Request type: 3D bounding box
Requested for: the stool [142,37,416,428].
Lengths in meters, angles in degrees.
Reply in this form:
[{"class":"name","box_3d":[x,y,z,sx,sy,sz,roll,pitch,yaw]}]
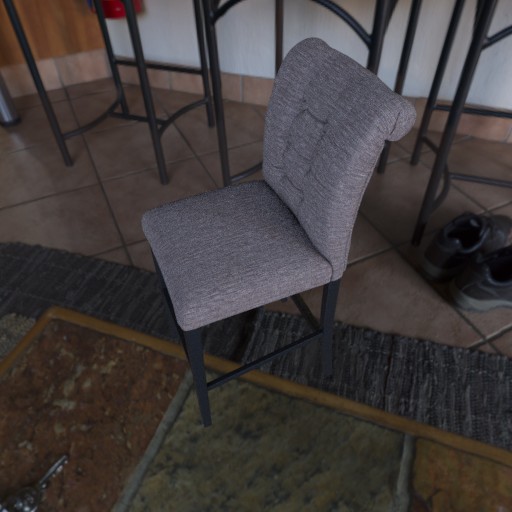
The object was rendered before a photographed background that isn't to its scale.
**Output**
[{"class":"stool","box_3d":[0.000,0.000,1.409,0.613,1.131,0.452,-17,48,-16]}]
